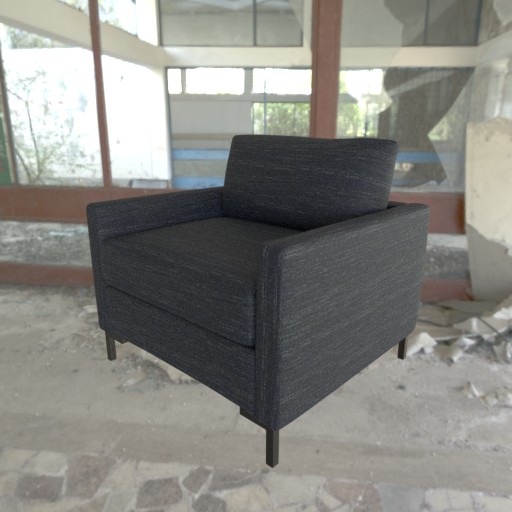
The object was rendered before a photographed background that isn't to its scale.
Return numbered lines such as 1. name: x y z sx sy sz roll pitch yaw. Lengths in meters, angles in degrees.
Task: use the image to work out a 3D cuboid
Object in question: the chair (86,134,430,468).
1. chair: 0.000 0.000 1.649 0.963 0.861 0.866 15 22 41
